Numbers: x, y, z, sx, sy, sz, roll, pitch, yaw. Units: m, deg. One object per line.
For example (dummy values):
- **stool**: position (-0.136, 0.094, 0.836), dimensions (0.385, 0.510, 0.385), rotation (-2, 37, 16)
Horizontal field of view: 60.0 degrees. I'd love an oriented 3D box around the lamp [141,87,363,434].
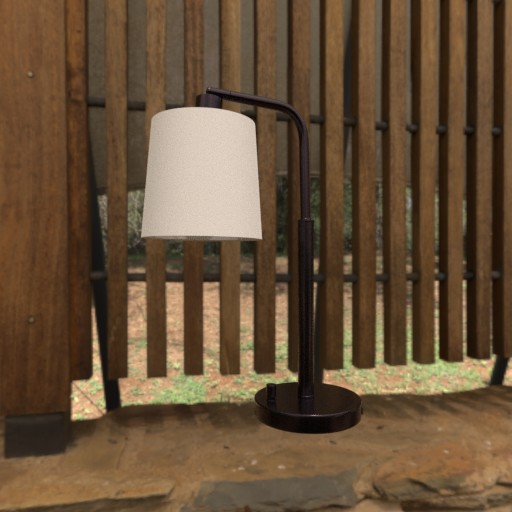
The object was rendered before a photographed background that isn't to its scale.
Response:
- **lamp**: position (0.000, 0.000, 0.662), dimensions (0.333, 0.489, 0.171), rotation (0, 0, -18)
